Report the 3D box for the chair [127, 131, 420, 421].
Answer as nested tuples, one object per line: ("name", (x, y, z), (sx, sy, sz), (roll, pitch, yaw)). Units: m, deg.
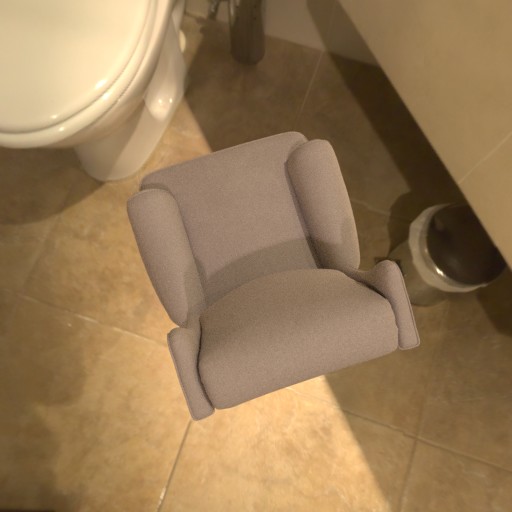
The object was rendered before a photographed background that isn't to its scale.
("chair", (0.000, 0.000, 1.727), (0.847, 1.011, 0.969), (-17, 77, -4))
